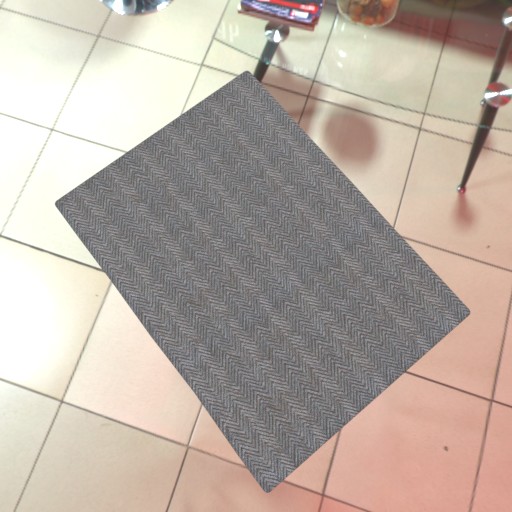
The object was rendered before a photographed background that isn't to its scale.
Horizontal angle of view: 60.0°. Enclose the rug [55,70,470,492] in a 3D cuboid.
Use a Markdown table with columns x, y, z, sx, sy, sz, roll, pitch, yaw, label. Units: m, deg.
| x | y | z | sx | sy | sz | roll | pitch | yaw | label |
| --- | --- | --- | --- | --- | --- | --- | --- | --- | --- |
| 0.000 | 0.000 | 5.014 | 2.894 | 0.011 | 3.957 | -38 | 79 | -9 | rug |
